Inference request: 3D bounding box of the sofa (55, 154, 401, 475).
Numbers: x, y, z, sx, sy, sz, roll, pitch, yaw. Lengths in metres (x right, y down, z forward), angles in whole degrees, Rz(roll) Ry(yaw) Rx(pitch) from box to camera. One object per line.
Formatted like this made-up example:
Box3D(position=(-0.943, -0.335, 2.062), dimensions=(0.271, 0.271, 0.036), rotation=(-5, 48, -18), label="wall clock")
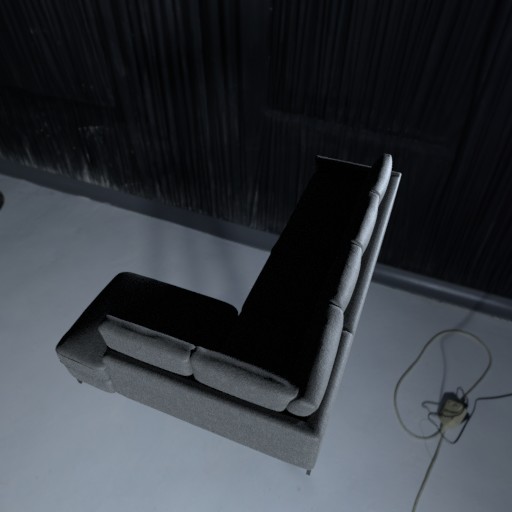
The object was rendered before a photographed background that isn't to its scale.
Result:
Box3D(position=(0.000, 0.000, 3.897), dimensions=(1.984, 0.858, 2.972), rotation=(16, 47, 15), label="sofa")
